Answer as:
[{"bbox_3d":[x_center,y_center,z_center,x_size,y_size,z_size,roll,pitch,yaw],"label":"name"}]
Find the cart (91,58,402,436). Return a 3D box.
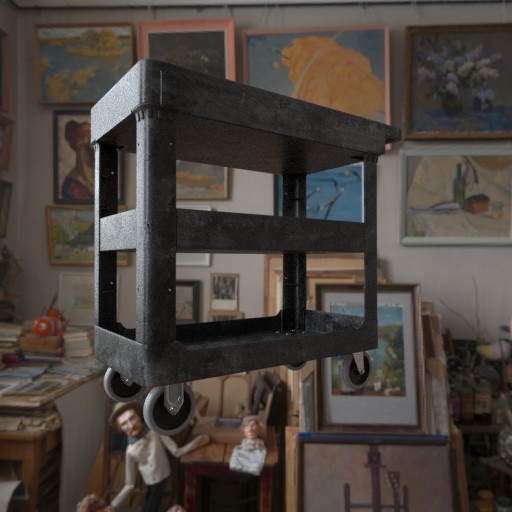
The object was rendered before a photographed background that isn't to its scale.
[{"bbox_3d":[0.000,0.000,1.341,0.877,0.824,0.420,1,-1,-36],"label":"cart"}]
